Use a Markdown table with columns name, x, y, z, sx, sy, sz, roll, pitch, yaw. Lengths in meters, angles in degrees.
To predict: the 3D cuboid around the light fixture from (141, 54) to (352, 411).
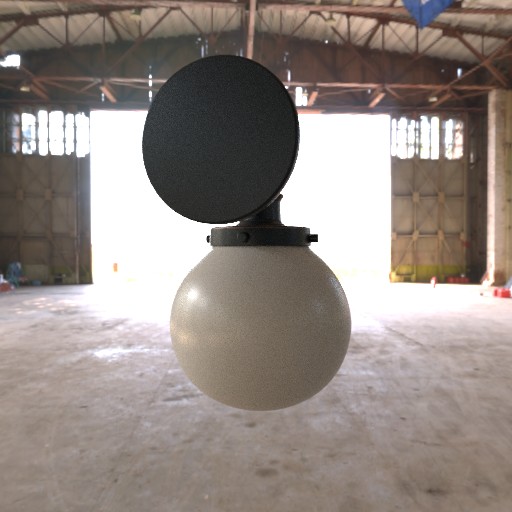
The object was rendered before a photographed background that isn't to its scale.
| name | x | y | z | sx | sy | sz | roll | pitch | yaw |
| --- | --- | --- | --- | --- | --- | --- | --- | --- | --- |
| light fixture | 0.000 | 0.000 | 0.473 | 0.197 | 0.332 | 0.230 | 0 | 1 | 17 |
